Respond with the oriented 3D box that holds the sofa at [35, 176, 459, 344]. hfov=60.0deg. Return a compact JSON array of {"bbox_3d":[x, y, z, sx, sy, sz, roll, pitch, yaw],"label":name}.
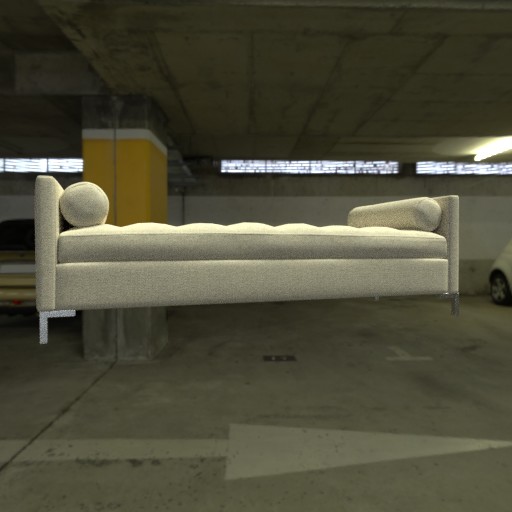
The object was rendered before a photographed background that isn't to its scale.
[{"bbox_3d":[0.000,0.000,2.416,2.102,0.655,0.797,0,1,-19],"label":"sofa"}]
